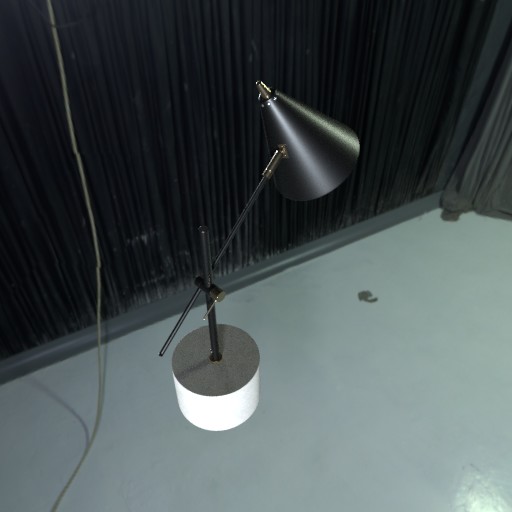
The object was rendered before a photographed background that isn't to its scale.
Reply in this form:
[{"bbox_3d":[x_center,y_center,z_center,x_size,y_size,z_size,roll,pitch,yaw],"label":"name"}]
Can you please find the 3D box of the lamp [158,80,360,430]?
[{"bbox_3d":[0.000,0.000,0.721,0.403,0.518,0.214,-25,46,-26],"label":"lamp"}]
